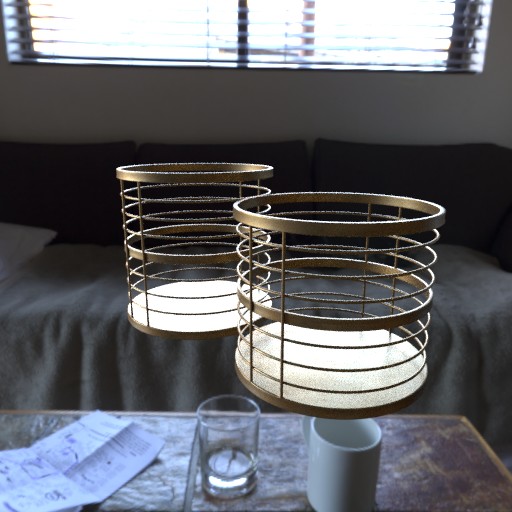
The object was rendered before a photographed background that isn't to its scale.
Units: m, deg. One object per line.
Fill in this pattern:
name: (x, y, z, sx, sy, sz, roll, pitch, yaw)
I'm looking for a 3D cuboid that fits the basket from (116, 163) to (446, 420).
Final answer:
basket: (0.000, 0.000, 0.936, 0.356, 0.351, 0.746, -14, 21, -43)
